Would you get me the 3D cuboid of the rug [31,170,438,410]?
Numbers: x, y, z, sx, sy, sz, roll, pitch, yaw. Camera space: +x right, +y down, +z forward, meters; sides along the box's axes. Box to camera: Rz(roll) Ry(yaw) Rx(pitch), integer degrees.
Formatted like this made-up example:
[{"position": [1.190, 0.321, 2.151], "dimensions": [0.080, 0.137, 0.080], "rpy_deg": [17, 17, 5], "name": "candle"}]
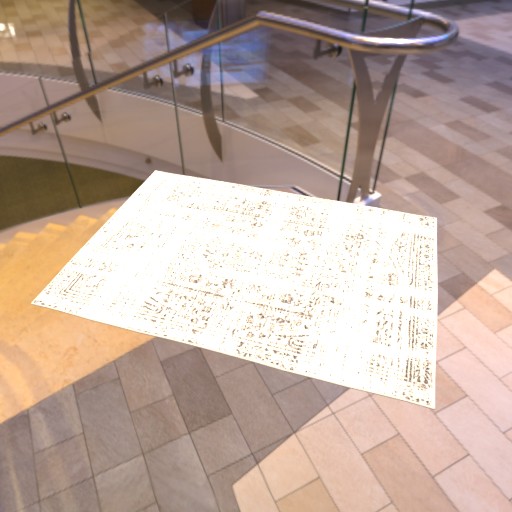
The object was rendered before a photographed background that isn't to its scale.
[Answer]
[{"position": [0.000, 0.000, 3.111], "dimensions": [2.438, 0.026, 1.706], "rpy_deg": [12, 43, 13], "name": "rug"}]
